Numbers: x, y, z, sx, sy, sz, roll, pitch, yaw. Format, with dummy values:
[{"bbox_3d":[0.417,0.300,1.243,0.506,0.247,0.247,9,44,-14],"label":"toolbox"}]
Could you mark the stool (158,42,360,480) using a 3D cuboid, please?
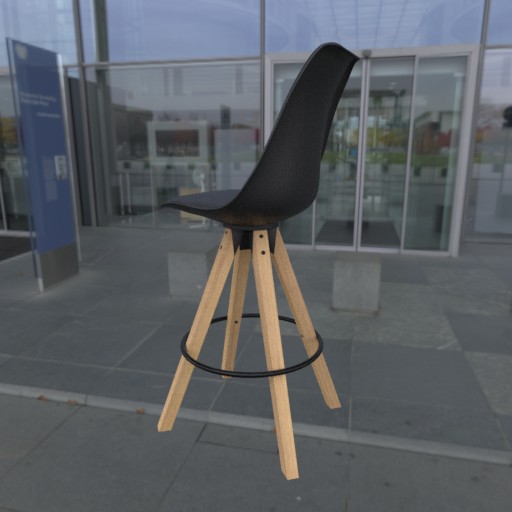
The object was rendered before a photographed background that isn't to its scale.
[{"bbox_3d":[0.000,0.000,1.350,0.550,1.115,0.485,7,16,27],"label":"stool"}]
